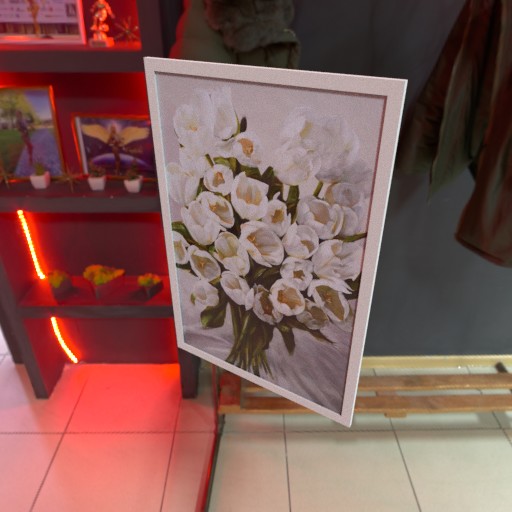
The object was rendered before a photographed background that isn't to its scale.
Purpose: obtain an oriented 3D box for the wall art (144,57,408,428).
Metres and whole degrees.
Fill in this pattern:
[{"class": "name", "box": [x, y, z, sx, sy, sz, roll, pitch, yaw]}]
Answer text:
[{"class": "wall art", "box": [0.000, 0.000, 1.220, 0.660, 0.965, 0.015, 18, 35, 27]}]
